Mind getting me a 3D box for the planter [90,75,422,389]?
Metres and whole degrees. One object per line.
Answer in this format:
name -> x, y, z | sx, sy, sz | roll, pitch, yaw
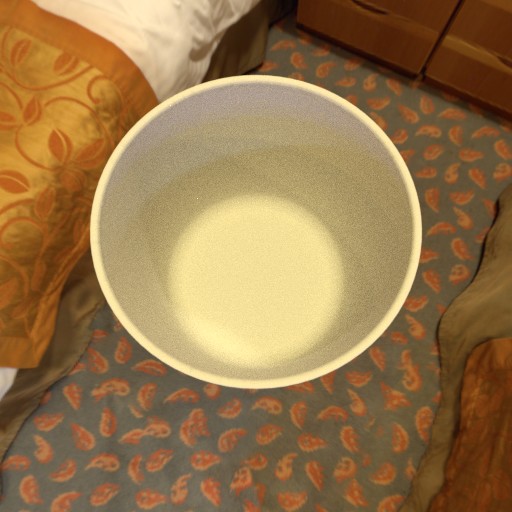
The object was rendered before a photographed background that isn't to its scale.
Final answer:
planter -> 0.000, 0.000, 0.779 | 0.440, 0.398, 0.440 | 0, 75, 0
